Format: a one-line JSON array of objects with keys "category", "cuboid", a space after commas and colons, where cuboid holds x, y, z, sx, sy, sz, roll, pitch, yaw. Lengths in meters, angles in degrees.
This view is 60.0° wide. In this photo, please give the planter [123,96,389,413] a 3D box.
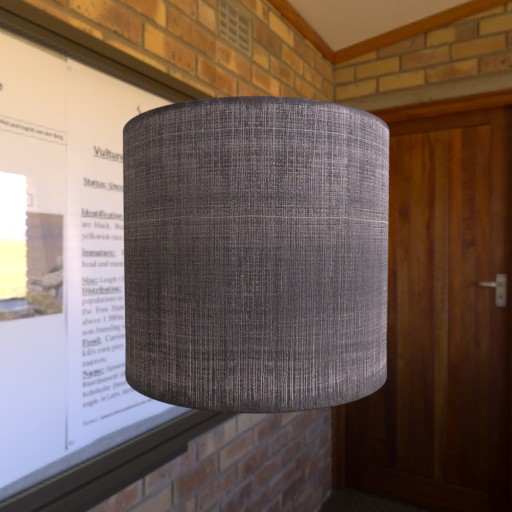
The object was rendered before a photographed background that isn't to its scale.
[{"category": "planter", "cuboid": [0.000, 0.000, 0.385, 0.221, 0.201, 0.221, 0, 1, 0]}]
